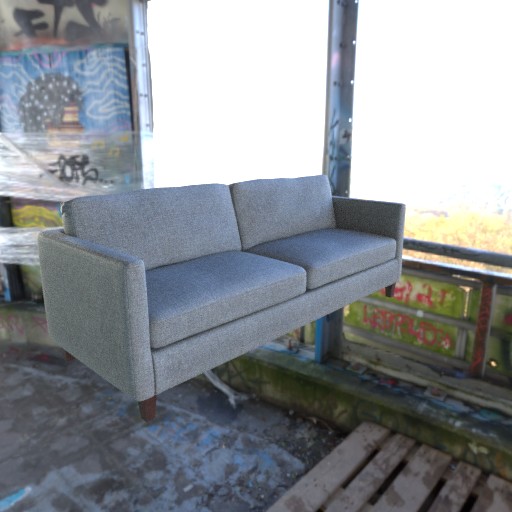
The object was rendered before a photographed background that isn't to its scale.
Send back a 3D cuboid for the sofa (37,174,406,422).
[{"bbox_3d":[0.000,0.000,2.939,0.948,0.951,2.434,14,20,42],"label":"sofa"}]
